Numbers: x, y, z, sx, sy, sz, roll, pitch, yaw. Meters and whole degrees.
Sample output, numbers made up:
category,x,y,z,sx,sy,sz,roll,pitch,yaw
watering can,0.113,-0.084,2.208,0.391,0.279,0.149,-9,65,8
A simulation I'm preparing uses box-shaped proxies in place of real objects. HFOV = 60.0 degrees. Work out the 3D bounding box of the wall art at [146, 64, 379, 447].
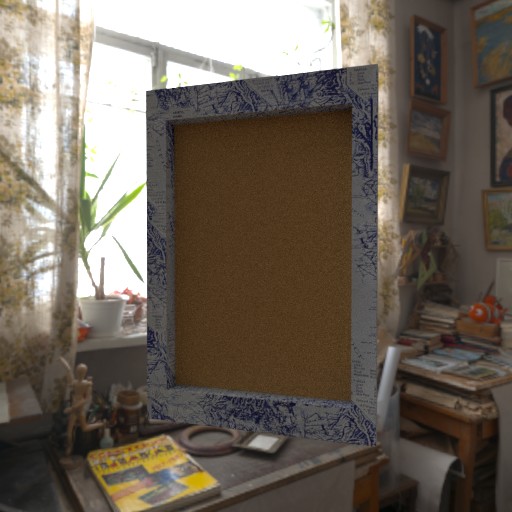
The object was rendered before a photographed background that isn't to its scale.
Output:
category,x,y,z,sx,sy,sz,roll,pitch,yaw
wall art,0.000,0.000,0.483,0.255,0.376,0.025,0,1,17
